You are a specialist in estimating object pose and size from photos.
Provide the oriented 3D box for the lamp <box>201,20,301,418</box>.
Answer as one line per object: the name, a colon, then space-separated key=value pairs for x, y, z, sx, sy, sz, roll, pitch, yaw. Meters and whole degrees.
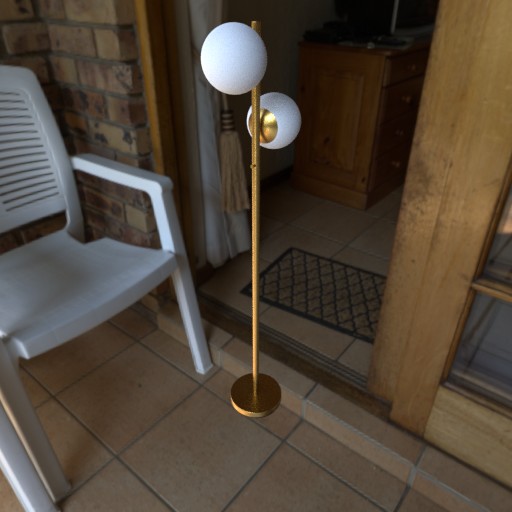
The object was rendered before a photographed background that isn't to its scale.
lamp: x=0.000 y=0.000 z=1.739 sx=0.249 sy=1.641 sz=0.419 roll=19 pitch=37 yaw=28
